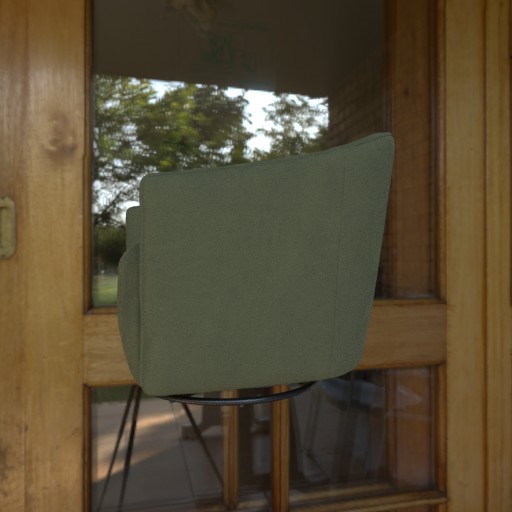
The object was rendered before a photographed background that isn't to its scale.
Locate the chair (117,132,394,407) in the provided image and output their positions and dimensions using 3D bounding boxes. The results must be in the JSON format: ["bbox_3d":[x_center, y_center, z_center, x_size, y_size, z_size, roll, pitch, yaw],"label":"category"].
[{"bbox_3d":[0.000,0.000,1.476,0.875,0.799,0.747,0,0,-19],"label":"chair"}]
